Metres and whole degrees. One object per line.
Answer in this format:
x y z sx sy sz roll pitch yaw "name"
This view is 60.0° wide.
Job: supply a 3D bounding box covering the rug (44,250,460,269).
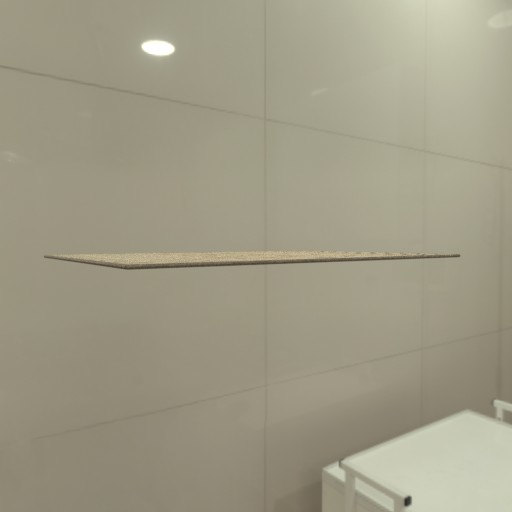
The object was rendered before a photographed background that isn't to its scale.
0.000 0.000 2.333 1.829 0.016 1.219 -1 2 -36 "rug"
